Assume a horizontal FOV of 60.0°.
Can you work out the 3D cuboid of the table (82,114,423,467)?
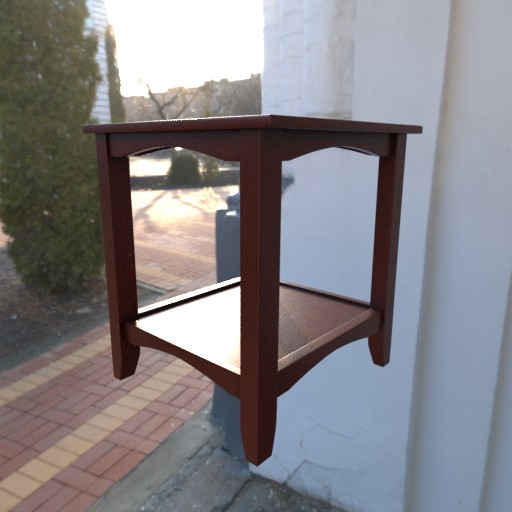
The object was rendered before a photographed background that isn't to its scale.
[{"bbox_3d":[0.000,0.000,0.987,0.522,0.558,0.523,13,19,43],"label":"table"}]
